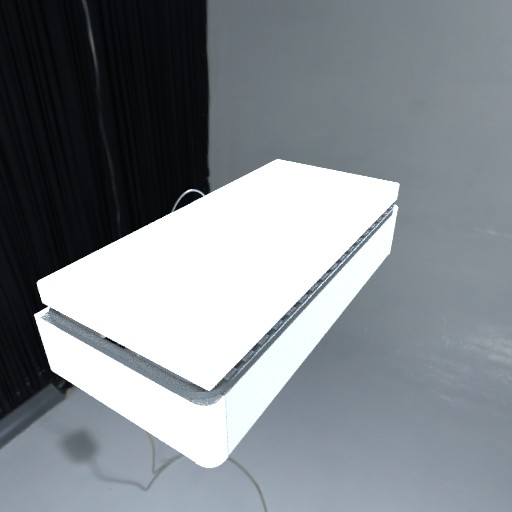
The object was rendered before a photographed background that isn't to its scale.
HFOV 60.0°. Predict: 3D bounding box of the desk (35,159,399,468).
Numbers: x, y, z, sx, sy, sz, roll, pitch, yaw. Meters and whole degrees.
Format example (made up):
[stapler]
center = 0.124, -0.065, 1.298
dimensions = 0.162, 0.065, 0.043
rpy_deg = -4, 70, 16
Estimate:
[desk]
center = 0.000, 0.000, 2.285
dimensions = 0.900, 0.526, 1.900
rpy_deg = 18, 35, 28
